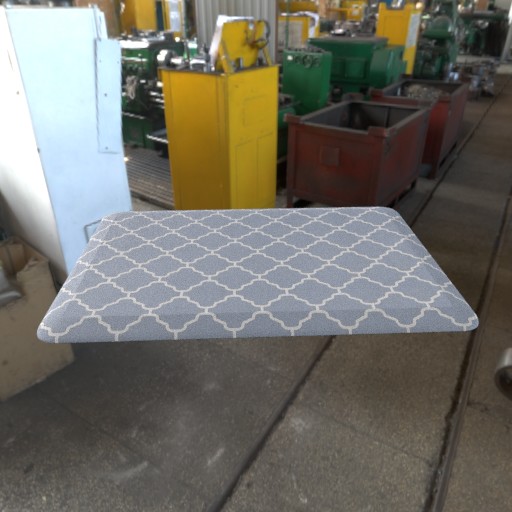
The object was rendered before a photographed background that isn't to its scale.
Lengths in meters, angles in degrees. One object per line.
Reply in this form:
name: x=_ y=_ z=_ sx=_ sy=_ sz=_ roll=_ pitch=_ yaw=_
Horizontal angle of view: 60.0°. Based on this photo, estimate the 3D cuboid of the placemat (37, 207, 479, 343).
placemat: x=0.000 y=0.000 z=0.952 sx=0.762 sy=0.021 sz=0.508 roll=-1 pitch=30 yaw=-2
